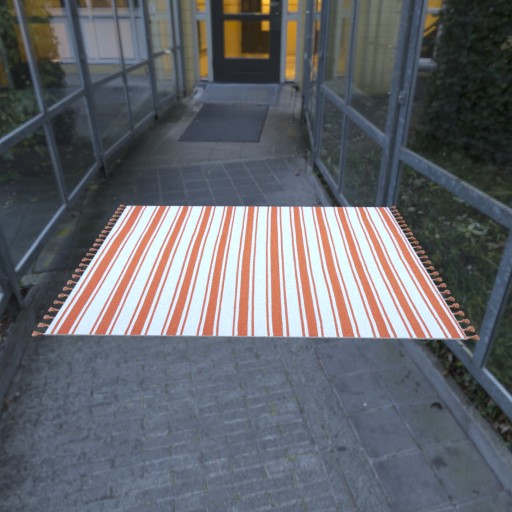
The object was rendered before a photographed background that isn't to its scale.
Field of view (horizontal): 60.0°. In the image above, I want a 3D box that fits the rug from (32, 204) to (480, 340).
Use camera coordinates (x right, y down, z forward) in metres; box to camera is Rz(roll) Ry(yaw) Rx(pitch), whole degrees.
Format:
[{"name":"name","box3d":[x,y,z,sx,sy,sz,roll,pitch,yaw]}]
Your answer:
[{"name":"rug","box3d":[0.000,0.000,4.366,3.369,0.035,2.451,0,30,1]}]
